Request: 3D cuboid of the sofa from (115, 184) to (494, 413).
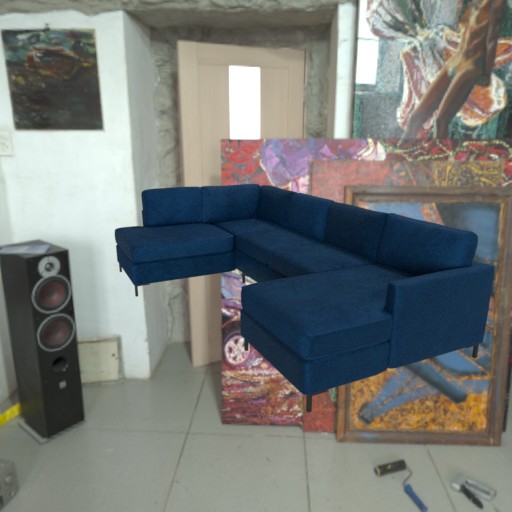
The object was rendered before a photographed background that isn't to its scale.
[{"bbox_3d":[0.000,0.000,4.184,2.055,0.992,3.434,-8,17,-25],"label":"sofa"}]
